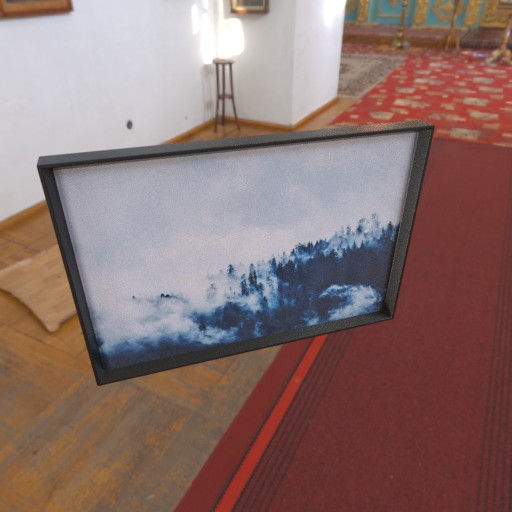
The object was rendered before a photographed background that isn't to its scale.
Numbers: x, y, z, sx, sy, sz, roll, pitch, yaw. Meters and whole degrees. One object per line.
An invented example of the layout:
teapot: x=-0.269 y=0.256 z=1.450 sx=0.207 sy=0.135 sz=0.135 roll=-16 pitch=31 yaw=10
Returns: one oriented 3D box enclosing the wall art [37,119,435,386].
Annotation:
wall art: x=0.000 y=0.000 z=1.199 sx=0.939 sy=0.640 sz=0.058 roll=-10 pitch=33 yaw=-15
